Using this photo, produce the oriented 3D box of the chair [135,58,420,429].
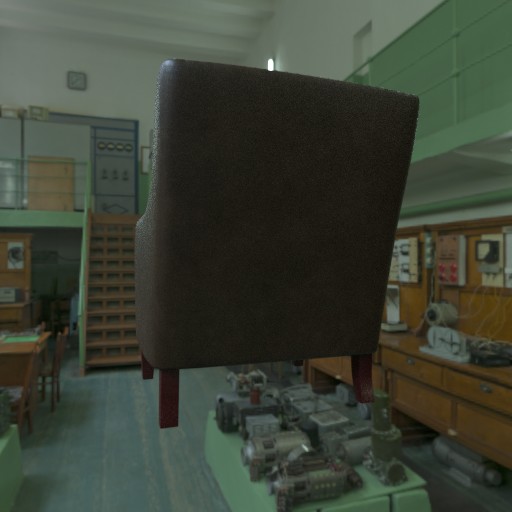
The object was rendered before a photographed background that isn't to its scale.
[{"bbox_3d":[0.000,0.000,1.287,0.639,0.813,0.704,0,-1,-20],"label":"chair"}]
